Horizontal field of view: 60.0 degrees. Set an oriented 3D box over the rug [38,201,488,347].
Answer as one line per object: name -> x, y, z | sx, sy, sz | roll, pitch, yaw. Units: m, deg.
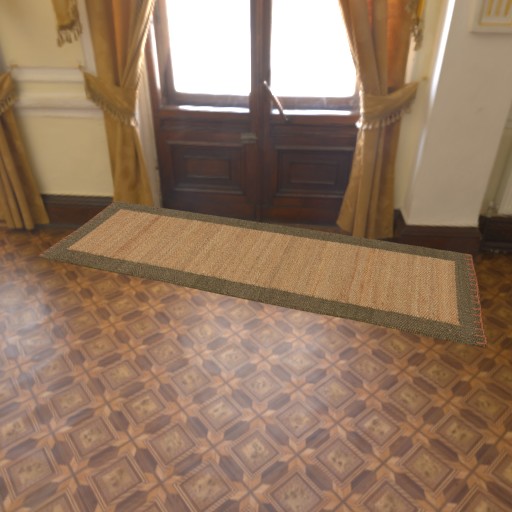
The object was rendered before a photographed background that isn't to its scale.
rug -> 0.000, 0.000, 2.590 | 2.413, 0.016, 0.810 | 10, 33, 15
